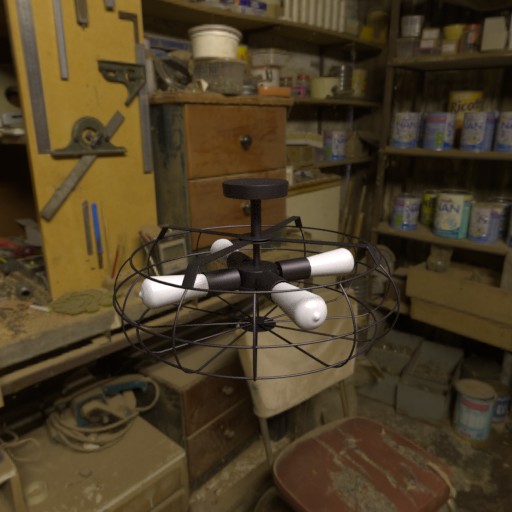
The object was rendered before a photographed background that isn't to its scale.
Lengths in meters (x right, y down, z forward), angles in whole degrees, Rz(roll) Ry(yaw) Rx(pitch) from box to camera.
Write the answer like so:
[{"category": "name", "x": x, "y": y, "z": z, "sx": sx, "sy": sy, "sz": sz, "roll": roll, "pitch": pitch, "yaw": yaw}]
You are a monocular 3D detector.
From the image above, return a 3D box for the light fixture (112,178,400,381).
[{"category": "light fixture", "x": 0.000, "y": 0.000, "z": 0.923, "sx": 0.582, "sy": 0.311, "sz": 0.582, "roll": 0, "pitch": 17, "yaw": 0}]
